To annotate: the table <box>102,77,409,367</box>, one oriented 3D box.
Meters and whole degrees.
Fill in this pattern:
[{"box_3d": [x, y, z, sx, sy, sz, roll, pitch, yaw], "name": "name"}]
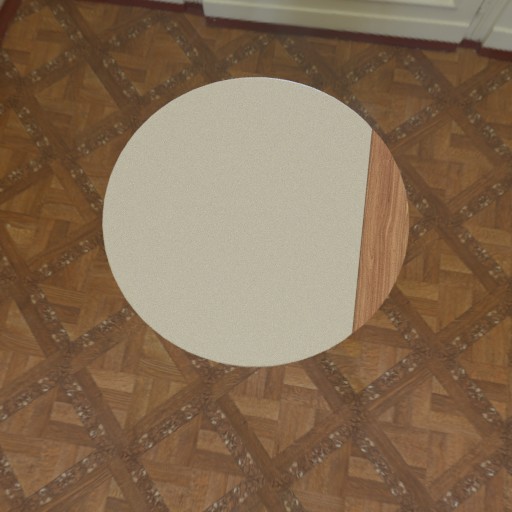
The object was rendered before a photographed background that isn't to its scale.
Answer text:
[{"box_3d": [0.000, 0.000, 0.882, 0.450, 0.525, 0.450, 0, 75, 0], "name": "table"}]
